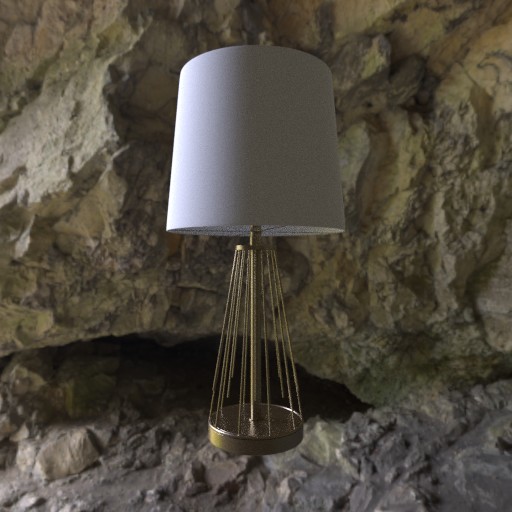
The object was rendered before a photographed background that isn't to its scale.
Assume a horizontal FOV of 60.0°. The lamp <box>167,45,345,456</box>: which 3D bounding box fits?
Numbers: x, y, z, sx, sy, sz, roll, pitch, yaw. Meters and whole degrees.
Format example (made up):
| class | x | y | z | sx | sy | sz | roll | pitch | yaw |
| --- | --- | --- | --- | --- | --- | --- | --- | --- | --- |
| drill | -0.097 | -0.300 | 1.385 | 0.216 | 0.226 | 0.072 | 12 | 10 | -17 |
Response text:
| class | x | y | z | sx | sy | sz | roll | pitch | yaw |
| --- | --- | --- | --- | --- | --- | --- | --- | --- | --- |
| lamp | 0.000 | 0.000 | 0.765 | 0.303 | 0.618 | 0.303 | 0 | 0 | 0 |
